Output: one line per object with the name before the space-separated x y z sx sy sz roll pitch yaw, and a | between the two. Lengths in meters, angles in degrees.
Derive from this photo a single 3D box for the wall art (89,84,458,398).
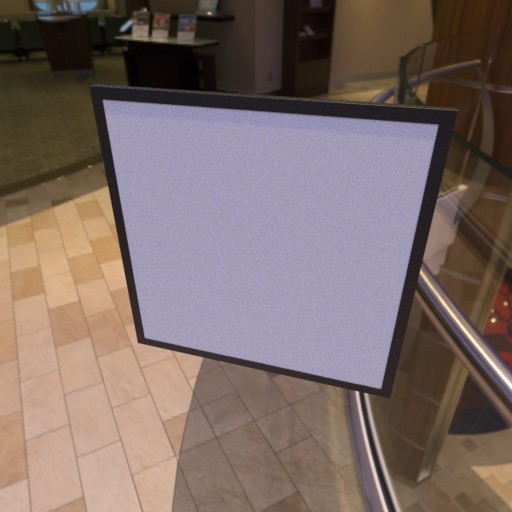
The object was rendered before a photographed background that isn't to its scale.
wall art | 0.000 0.000 1.161 0.807 0.807 0.022 9 33 14
